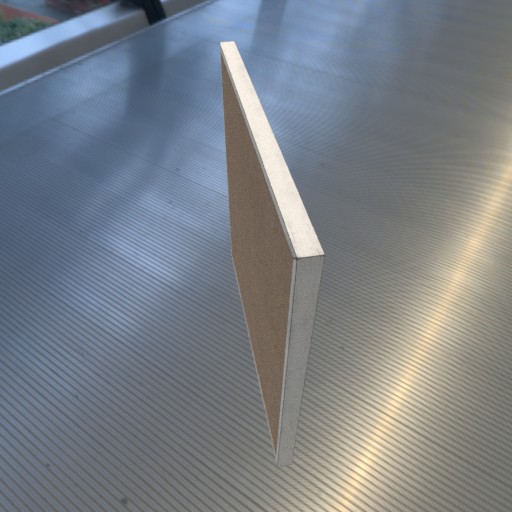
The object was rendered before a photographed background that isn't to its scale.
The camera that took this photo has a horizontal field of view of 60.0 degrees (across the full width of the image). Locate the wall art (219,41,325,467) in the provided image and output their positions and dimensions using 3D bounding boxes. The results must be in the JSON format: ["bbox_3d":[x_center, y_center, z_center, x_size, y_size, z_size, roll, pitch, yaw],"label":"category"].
[{"bbox_3d":[0.000,0.000,1.115,0.038,0.762,0.762,-8,46,-8],"label":"wall art"}]
